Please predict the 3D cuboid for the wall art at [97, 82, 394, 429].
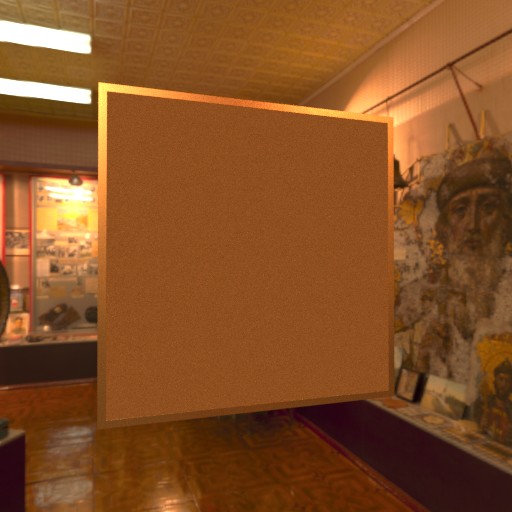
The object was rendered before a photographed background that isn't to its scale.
[{"bbox_3d":[0.000,0.000,0.454,0.304,0.304,0.038,0,-1,-18],"label":"wall art"}]
